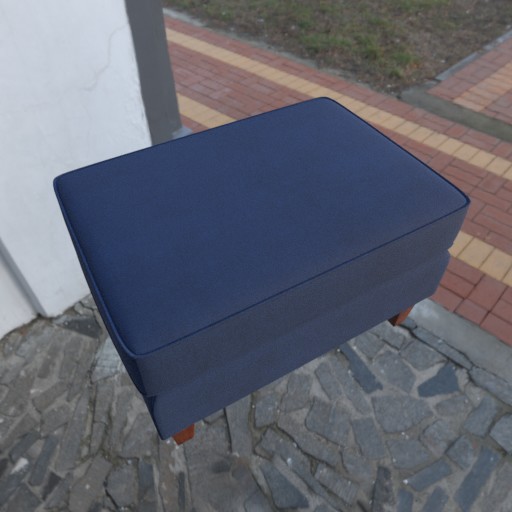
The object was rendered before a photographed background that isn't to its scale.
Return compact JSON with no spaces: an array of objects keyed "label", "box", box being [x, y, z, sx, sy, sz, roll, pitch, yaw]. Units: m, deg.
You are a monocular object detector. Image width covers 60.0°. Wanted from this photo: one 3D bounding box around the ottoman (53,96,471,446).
[{"label":"ottoman","box":[0.000,0.000,1.376,0.965,0.584,0.686,-23,51,-20]}]
